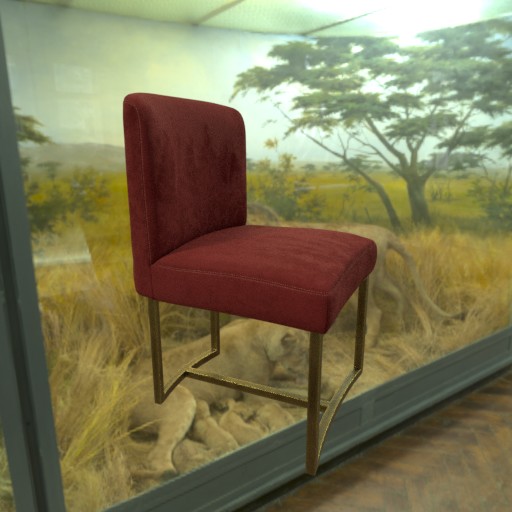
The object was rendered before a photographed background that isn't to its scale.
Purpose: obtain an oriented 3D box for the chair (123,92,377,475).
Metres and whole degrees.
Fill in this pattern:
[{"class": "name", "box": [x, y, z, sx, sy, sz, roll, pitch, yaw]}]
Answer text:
[{"class": "chair", "box": [0.000, 0.000, 1.190, 0.560, 0.824, 0.530, 7, 16, 24]}]
